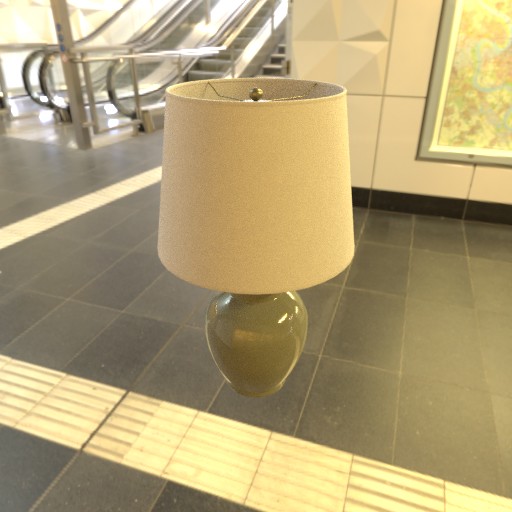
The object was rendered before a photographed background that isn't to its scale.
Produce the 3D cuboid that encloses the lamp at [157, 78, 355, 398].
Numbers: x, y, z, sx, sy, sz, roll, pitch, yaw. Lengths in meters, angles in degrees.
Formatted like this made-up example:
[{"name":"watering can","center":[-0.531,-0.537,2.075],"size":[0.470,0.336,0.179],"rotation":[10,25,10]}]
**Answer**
[{"name":"lamp","center":[0.000,0.000,0.559],"size":[0.239,0.399,0.239],"rotation":[0,28,0]}]
